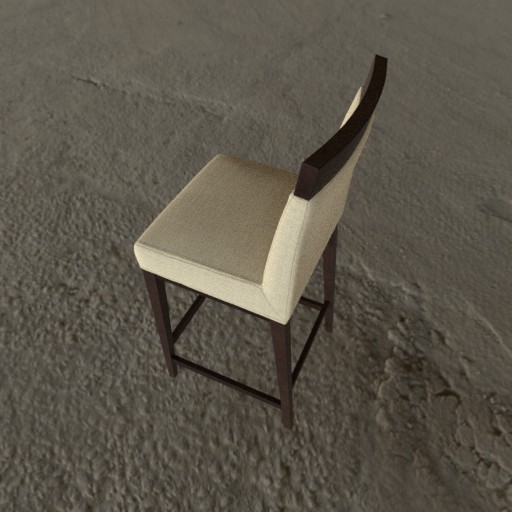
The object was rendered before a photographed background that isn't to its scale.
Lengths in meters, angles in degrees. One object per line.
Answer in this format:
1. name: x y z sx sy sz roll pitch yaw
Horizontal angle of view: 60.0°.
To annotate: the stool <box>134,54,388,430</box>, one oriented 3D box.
1. stool: 0.000 0.000 1.379 0.531 1.117 0.511 18 49 17
